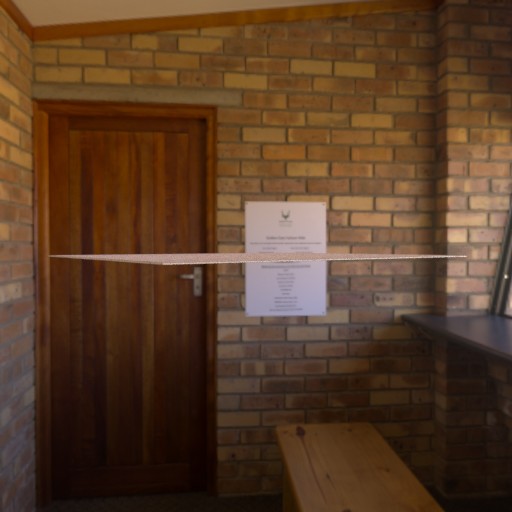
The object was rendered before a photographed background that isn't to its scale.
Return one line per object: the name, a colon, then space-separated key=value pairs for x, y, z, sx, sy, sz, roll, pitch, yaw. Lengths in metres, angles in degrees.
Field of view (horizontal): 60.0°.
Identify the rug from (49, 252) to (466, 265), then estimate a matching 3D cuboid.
rug: x=0.000 y=0.000 z=4.025 sx=2.980 sy=0.012 sz=2.363 roll=-1 pitch=2 yaw=-37
